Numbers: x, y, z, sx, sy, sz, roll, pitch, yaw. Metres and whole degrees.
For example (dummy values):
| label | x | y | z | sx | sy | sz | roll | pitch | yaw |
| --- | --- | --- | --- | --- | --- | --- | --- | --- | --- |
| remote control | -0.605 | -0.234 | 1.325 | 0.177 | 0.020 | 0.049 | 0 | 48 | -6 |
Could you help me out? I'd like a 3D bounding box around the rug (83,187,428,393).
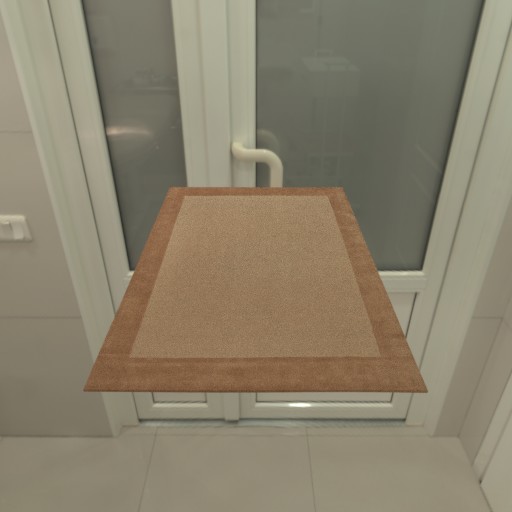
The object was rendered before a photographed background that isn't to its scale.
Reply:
| label | x | y | z | sx | sy | sz | roll | pitch | yaw |
| --- | --- | --- | --- | --- | --- | --- | --- | --- | --- |
| rug | 0.000 | 0.000 | 2.343 | 1.219 | 0.014 | 1.829 | 0 | 32 | 0 |
